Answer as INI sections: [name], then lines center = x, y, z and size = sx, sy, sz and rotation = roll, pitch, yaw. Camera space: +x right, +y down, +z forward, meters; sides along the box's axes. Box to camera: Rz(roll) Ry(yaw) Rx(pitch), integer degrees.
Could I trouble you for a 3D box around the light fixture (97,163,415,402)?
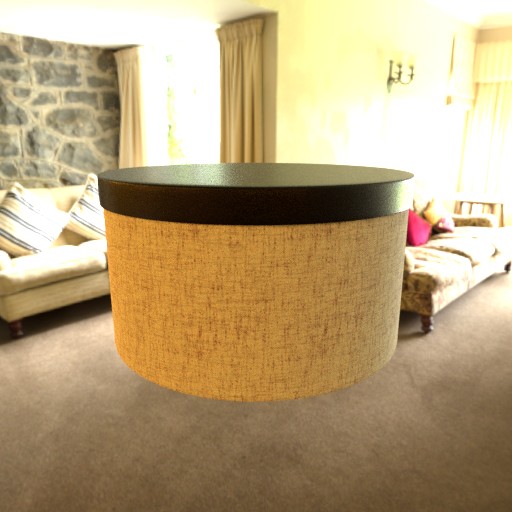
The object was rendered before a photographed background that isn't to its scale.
[light fixture]
center = 0.000, 0.000, 0.603
size = 0.389, 0.229, 0.389
rotation = 0, 15, 0
